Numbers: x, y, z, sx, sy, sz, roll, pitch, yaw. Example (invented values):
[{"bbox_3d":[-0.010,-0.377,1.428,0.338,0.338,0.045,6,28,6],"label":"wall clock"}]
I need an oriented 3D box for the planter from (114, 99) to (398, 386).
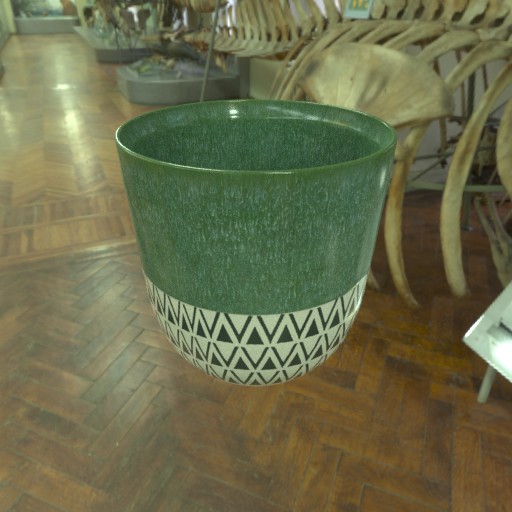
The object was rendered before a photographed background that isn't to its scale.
[{"bbox_3d":[0.000,0.000,0.369,0.195,0.214,0.195,0,30,0],"label":"planter"}]
